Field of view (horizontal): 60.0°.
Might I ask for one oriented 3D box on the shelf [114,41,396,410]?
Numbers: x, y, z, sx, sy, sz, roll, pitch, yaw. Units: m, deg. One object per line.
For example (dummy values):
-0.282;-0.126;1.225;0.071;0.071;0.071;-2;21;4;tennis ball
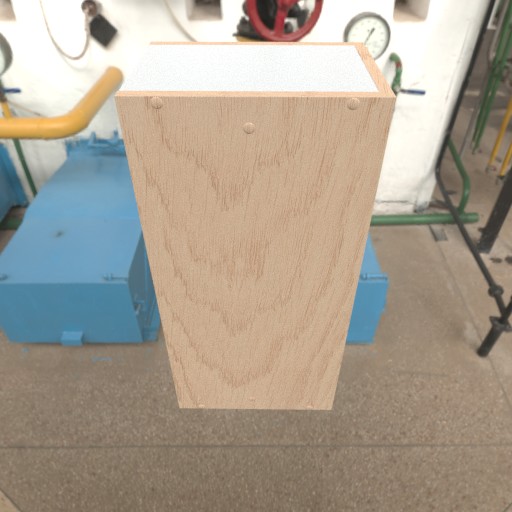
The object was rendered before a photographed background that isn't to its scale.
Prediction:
0.000;0.000;0.725;0.290;0.600;0.200;0;41;1;shelf
